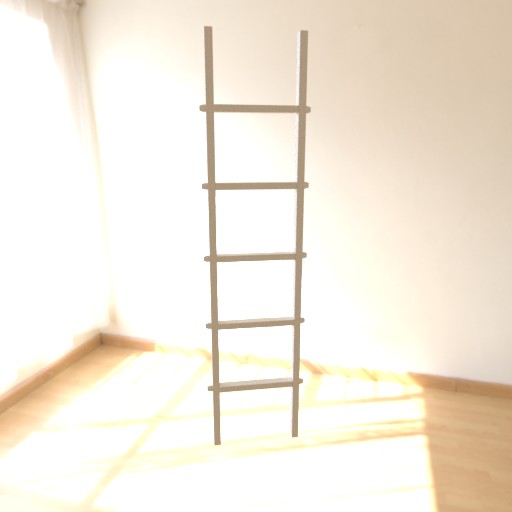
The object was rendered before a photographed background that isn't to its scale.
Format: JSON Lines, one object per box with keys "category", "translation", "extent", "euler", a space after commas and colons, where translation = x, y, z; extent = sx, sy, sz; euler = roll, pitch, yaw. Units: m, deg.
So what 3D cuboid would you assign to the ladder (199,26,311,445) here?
{"category": "ladder", "translation": [0.000, 0.000, 1.922], "extent": [0.452, 1.797, 0.051], "euler": [-2, 13, -9]}
